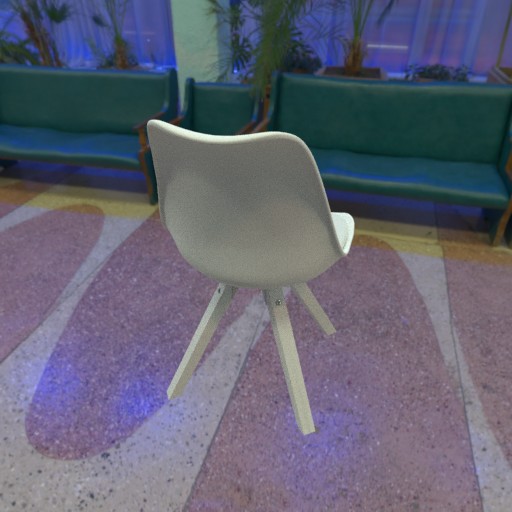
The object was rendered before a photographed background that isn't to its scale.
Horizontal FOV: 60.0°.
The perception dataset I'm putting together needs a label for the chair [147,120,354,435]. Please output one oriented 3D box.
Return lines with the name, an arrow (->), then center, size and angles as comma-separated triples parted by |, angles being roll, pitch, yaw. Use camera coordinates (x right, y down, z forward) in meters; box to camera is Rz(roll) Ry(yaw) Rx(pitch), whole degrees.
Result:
chair -> 0.000, 0.000, 1.187 | 0.485, 0.850, 0.550 | 10, 35, 14
